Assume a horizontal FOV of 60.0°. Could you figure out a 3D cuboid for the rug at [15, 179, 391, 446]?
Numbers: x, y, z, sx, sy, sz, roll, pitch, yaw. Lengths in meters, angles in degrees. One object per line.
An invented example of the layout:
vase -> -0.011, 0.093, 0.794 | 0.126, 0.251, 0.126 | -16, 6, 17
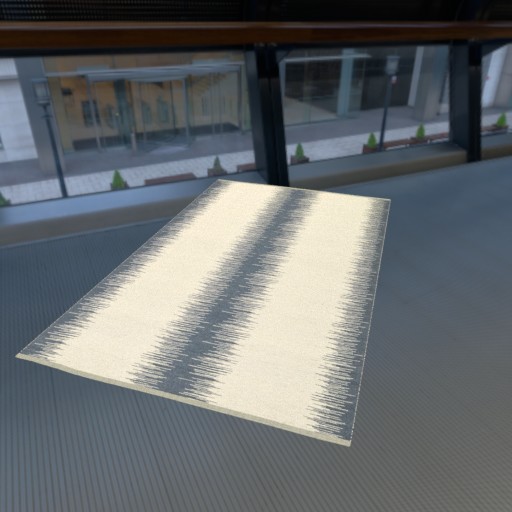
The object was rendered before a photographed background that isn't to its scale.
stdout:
rug -> 0.000, 0.000, 2.823 | 1.519, 0.003, 2.453 | 9, 31, 16
